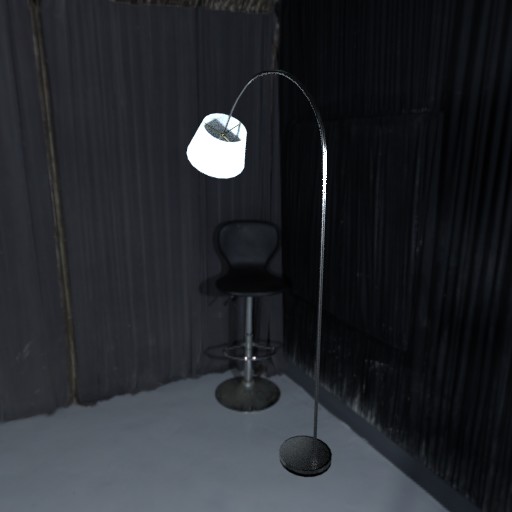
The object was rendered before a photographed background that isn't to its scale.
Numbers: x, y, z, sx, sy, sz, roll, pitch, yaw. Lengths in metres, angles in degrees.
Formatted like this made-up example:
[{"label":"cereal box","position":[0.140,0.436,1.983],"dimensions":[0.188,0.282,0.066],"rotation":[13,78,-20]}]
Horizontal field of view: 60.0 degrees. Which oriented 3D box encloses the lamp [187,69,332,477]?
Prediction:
[{"label":"lamp","position":[0.000,0.000,2.727],"dimensions":[0.406,2.098,1.445],"rotation":[-8,17,-28]}]
